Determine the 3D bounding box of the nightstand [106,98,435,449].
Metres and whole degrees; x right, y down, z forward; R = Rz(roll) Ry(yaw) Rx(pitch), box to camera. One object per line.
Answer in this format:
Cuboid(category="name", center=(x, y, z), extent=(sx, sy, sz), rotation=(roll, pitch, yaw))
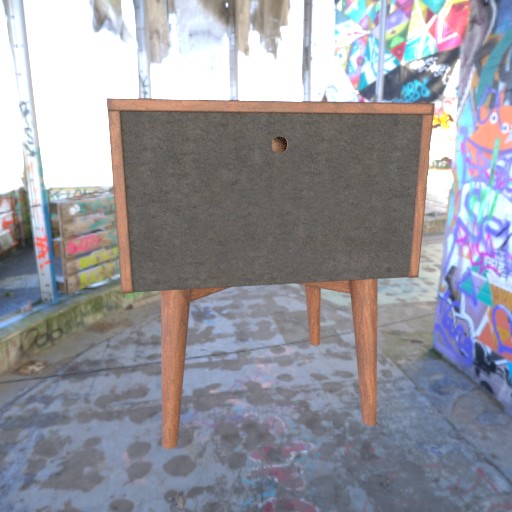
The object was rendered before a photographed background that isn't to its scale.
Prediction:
Cuboid(category="nightstand", center=(0.000, 0.000, 0.972), extent=(0.521, 0.607, 0.445), rotation=(-2, 14, -10))
